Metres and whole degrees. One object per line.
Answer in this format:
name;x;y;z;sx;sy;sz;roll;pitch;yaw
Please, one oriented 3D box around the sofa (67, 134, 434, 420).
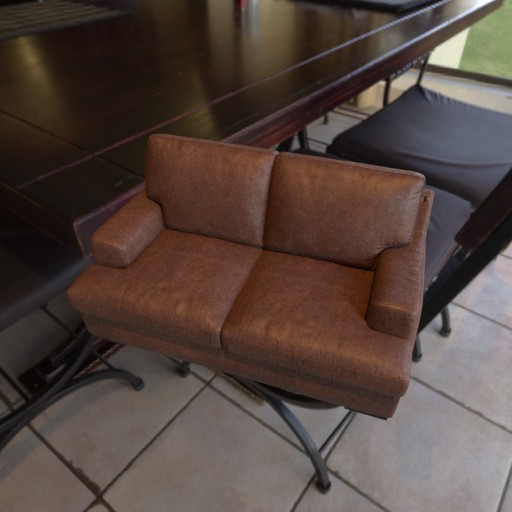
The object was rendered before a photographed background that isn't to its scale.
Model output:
sofa;0.000;0.000;2.553;1.880;0.939;1.143;12;41;14
